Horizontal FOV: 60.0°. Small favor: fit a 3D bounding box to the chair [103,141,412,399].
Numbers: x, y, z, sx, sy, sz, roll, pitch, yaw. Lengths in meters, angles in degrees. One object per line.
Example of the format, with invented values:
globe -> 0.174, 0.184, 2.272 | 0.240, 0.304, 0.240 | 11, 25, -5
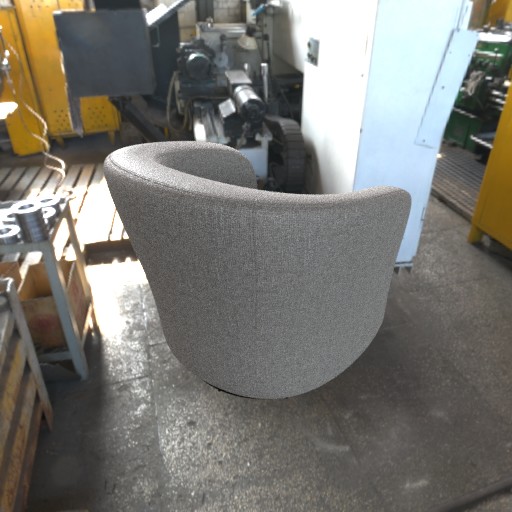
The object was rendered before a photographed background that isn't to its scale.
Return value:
chair -> 0.000, 0.000, 1.449 | 0.791, 0.771, 0.815 | 22, 37, 31
